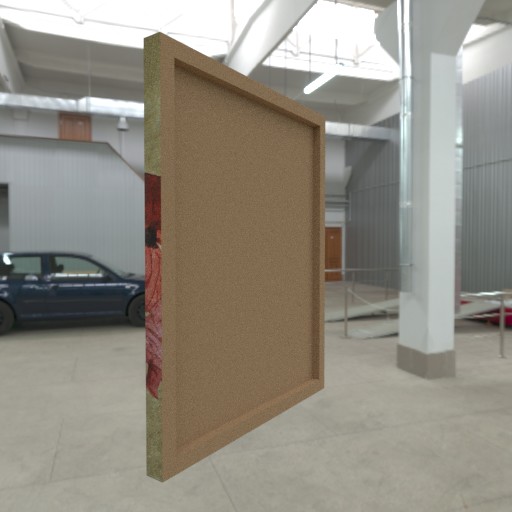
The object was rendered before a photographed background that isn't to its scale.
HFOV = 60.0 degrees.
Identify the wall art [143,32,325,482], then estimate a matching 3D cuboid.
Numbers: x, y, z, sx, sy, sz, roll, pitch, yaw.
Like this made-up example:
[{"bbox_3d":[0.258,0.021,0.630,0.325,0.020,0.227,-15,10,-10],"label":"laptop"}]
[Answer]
[{"bbox_3d":[0.000,0.000,0.671,0.028,0.508,0.406,1,2,35],"label":"wall art"}]
